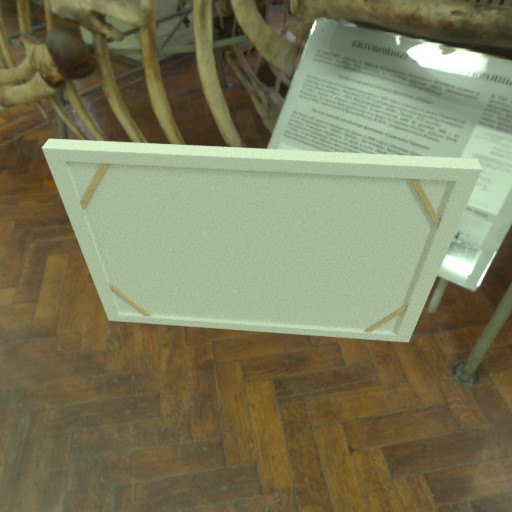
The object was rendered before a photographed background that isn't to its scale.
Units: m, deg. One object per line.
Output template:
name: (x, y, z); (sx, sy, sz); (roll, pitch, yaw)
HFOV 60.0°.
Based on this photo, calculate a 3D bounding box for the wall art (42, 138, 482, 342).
wall art: (0.000, 0.000, 1.145); (0.914, 0.609, 0.038); (4, 45, 4)
